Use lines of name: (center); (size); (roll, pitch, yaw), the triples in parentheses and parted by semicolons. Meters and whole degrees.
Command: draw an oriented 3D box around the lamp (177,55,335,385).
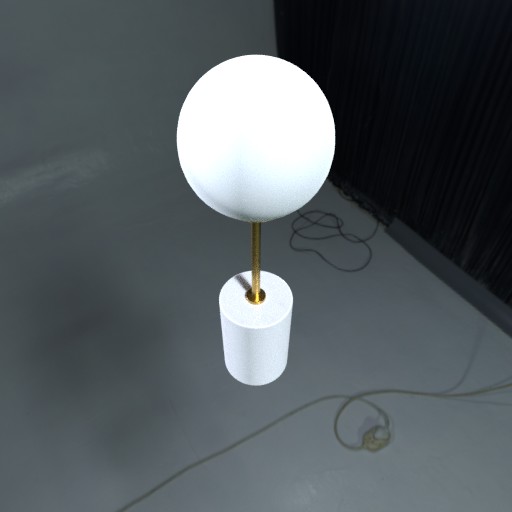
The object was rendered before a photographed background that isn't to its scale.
lamp: (0.000, 0.000, 0.553); (0.153, 0.480, 0.153); (0, 46, 0)
